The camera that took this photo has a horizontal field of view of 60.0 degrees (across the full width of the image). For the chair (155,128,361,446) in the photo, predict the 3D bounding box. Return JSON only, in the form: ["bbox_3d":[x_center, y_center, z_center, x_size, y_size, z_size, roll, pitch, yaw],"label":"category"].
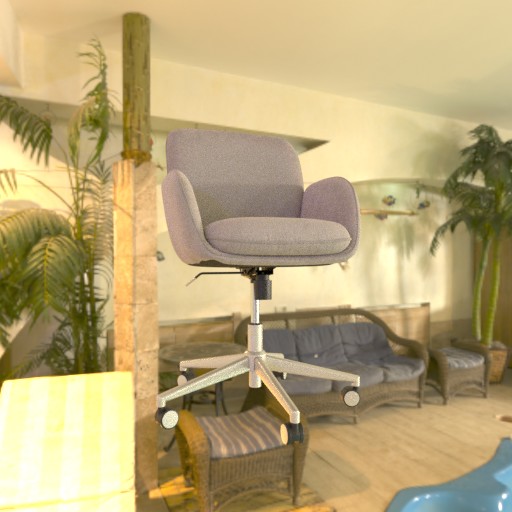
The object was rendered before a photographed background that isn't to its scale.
[{"bbox_3d":[0.000,0.000,1.414,0.648,0.959,0.654,0,0,-18],"label":"chair"}]
